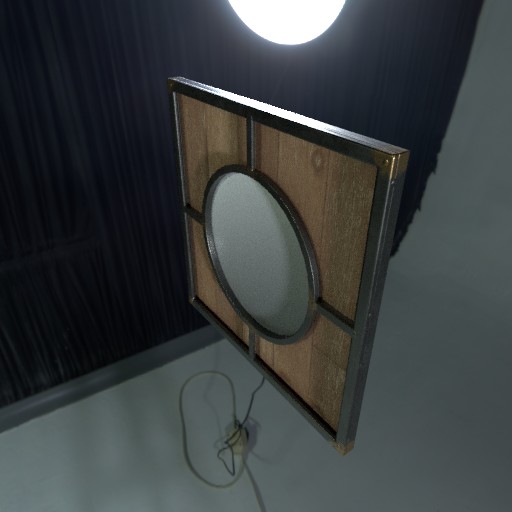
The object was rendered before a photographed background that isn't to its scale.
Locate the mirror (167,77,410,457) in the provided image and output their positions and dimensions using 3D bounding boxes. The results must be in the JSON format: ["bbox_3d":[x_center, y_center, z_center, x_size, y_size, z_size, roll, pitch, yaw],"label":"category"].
[{"bbox_3d":[0.000,0.000,0.574,0.020,0.381,0.382,-21,38,-30],"label":"mirror"}]
